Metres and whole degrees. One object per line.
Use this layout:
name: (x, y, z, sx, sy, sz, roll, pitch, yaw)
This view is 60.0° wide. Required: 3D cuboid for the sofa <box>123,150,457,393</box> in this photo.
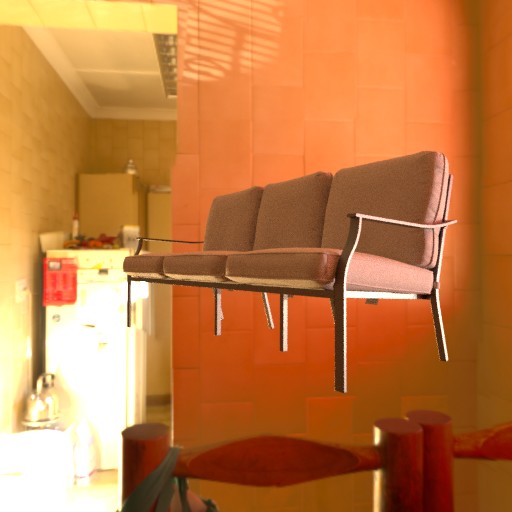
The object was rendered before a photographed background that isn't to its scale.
sofa: (0.000, 0.000, 2.244, 0.787, 0.860, 1.740, 1, -1, -38)
